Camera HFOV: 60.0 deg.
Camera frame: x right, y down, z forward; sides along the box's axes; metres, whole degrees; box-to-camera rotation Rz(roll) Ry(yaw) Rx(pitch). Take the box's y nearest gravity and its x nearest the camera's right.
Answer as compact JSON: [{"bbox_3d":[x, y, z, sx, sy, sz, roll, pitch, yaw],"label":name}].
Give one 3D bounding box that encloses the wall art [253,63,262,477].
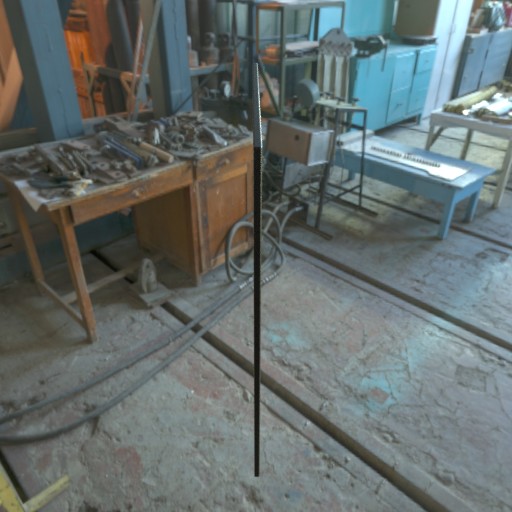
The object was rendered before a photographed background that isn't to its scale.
[{"bbox_3d":[0.000,0.000,0.785,0.009,0.559,0.483,0,33,0],"label":"wall art"}]
